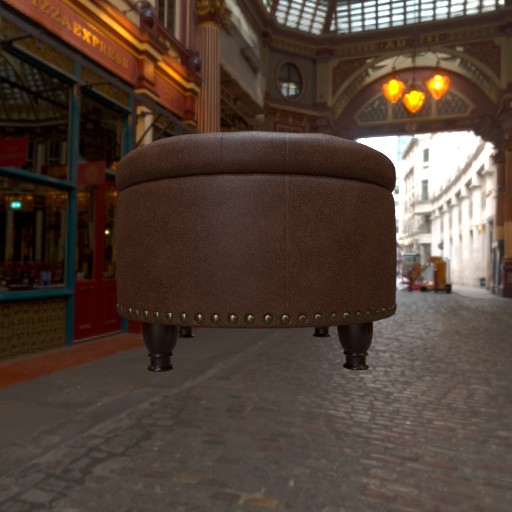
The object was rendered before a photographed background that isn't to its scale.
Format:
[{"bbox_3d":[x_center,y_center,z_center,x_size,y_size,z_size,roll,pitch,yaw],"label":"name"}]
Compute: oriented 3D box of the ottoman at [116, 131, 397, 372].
[{"bbox_3d":[0.000,0.000,1.051,0.637,0.442,0.637,0,-1,0],"label":"ottoman"}]
